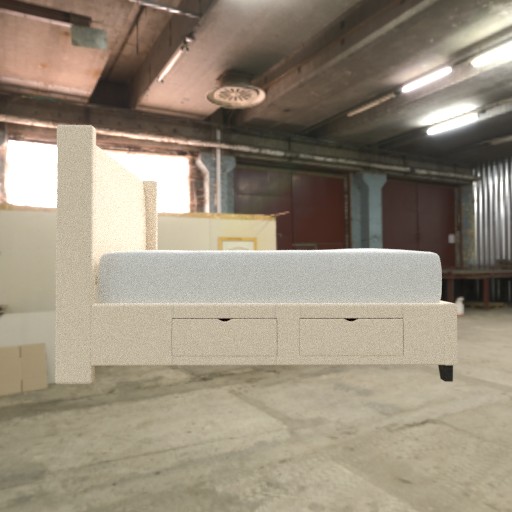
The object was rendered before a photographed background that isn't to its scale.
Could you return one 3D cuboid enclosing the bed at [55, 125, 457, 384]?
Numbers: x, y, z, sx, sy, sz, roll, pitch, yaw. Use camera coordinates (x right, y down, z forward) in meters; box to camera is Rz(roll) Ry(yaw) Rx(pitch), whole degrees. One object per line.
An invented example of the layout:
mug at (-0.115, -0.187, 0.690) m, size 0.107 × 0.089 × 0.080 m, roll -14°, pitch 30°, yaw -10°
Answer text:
bed at (0.000, 0.000, 3.391) m, size 2.280 × 1.471 × 1.765 m, roll 0°, pitch -1°, yaw -1°
